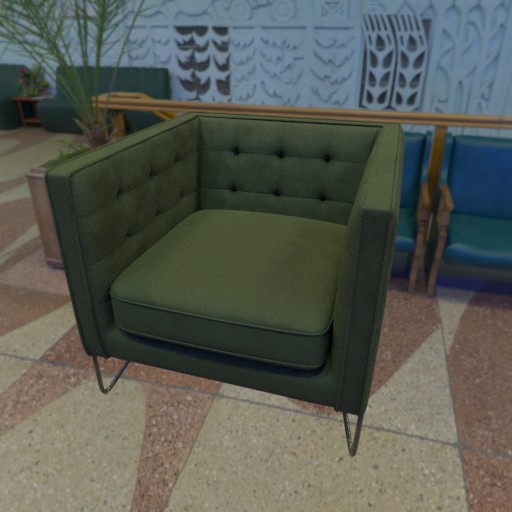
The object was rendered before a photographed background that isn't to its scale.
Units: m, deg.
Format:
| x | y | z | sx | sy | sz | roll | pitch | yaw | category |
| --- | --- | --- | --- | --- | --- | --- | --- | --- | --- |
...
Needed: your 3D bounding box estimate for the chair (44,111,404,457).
| x | y | z | sx | sy | sz | roll | pitch | yaw | category |
| --- | --- | --- | --- | --- | --- | --- | --- | --- | --- |
| 0.000 | 0.000 | 1.530 | 0.880 | 0.790 | 0.894 | 8 | 29 | 15 | chair |
